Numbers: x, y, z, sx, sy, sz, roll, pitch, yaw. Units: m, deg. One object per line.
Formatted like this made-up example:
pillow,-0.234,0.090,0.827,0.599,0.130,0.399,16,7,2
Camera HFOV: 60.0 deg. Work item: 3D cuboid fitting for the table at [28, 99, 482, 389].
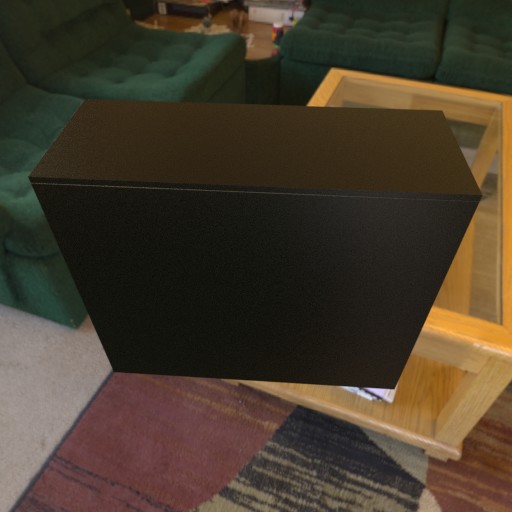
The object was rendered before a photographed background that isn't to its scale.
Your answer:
table,0.000,0.000,1.318,0.930,0.790,0.380,3,45,3
